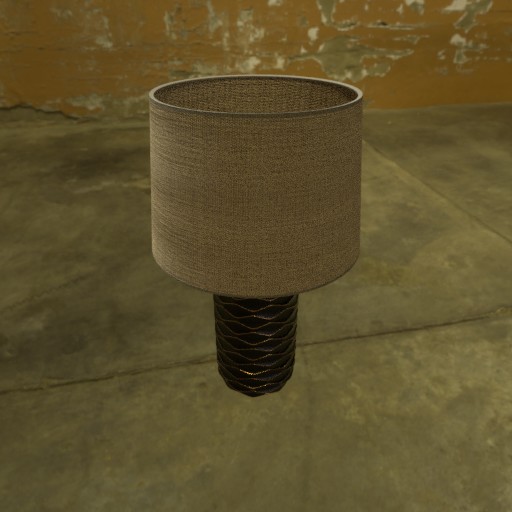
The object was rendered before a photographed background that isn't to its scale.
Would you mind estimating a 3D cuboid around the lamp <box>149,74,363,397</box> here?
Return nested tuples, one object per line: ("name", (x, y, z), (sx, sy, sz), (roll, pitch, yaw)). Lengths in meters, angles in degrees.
("lamp", (0.000, 0.000, 0.836), (0.376, 0.594, 0.376), (0, 30, 0))
